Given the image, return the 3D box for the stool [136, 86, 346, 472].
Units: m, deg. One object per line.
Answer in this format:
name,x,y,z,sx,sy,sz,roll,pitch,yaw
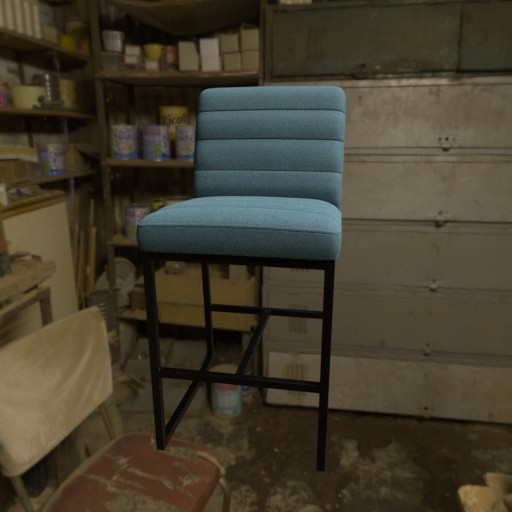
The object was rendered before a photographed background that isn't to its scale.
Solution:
stool,0.000,0.000,1.244,0.460,0.940,0.560,3,15,10
